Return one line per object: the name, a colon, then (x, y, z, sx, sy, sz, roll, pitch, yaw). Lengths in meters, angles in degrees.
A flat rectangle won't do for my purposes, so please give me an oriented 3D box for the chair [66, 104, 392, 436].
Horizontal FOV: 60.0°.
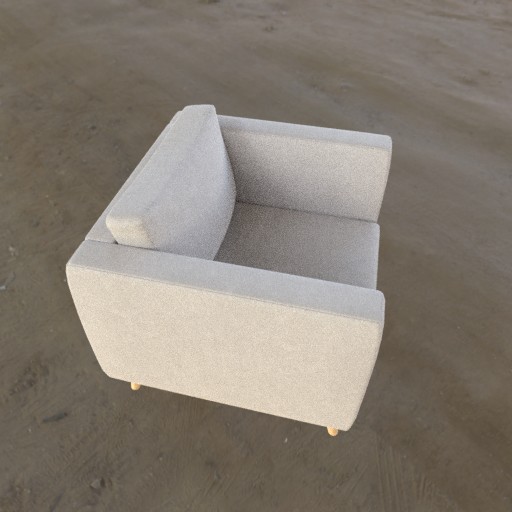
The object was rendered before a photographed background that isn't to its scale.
chair: (0.000, 0.000, 1.725, 0.930, 0.860, 1.000, 10, 47, 9)
